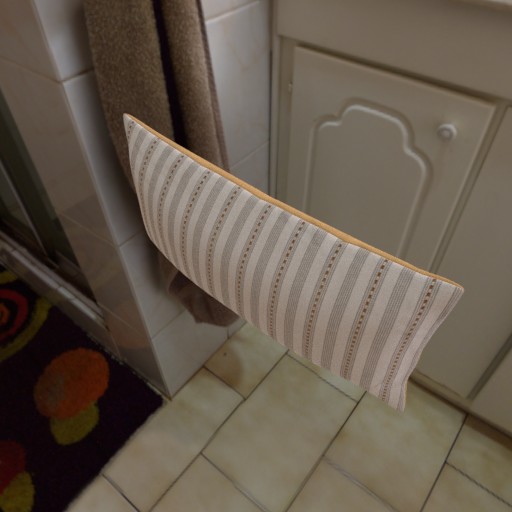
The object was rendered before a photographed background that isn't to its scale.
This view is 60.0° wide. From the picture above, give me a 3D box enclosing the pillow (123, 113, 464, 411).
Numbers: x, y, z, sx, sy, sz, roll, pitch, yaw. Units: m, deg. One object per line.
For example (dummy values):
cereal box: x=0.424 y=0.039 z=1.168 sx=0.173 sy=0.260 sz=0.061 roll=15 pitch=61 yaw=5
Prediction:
pillow: x=0.000 y=0.000 z=0.728 sx=0.608 sy=0.291 sz=0.151 roll=32 pitch=54 yaw=27
